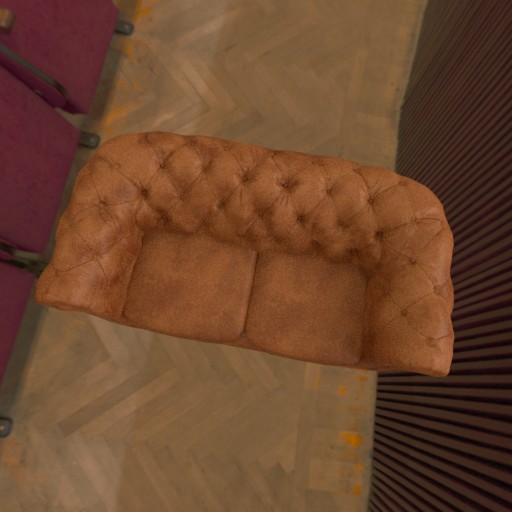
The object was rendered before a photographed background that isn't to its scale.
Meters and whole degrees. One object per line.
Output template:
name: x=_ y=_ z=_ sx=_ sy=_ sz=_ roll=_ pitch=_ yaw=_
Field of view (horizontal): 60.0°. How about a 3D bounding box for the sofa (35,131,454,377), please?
sofa: x=0.000 y=0.000 z=2.505 sx=1.979 sy=0.877 sz=1.042 roll=10 pitch=74 yaw=3
